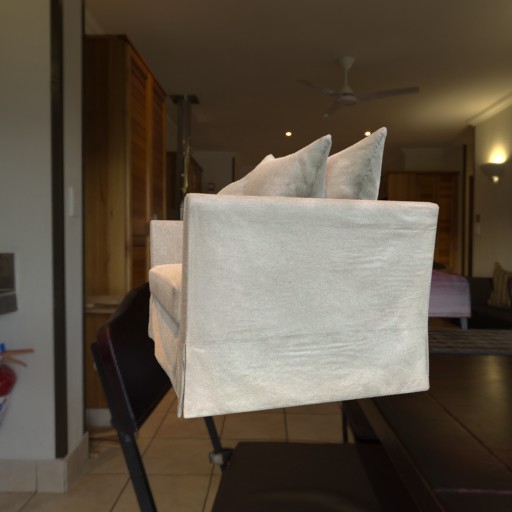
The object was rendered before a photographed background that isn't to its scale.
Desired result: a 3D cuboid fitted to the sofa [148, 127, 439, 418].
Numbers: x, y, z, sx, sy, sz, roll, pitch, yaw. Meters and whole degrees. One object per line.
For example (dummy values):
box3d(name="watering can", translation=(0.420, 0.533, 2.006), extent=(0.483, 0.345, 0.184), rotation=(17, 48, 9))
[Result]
box3d(name="sofa", translation=(0.000, 0.000, 2.309), extent=(1.035, 1.040, 1.608), rotation=(0, 1, -18))
